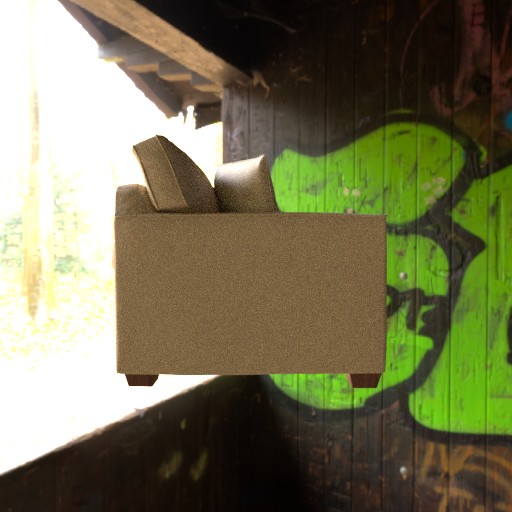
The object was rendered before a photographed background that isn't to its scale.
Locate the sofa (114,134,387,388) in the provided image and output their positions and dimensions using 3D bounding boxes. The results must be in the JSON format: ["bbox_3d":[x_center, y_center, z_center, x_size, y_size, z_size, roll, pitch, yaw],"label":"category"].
[{"bbox_3d":[0.000,0.000,2.579,1.034,0.946,1.962,0,1,1],"label":"sofa"}]
